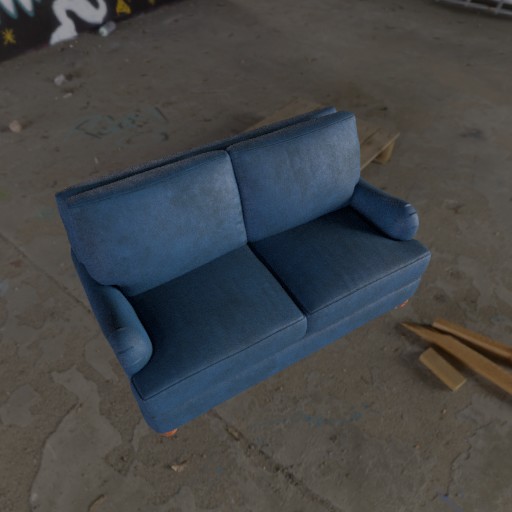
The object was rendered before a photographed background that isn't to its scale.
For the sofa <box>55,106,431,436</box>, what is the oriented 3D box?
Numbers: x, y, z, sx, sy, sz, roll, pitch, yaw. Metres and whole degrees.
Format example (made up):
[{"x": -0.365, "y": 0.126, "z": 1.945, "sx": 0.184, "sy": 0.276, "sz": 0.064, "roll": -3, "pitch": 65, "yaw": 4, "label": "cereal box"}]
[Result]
[{"x": 0.000, "y": 0.000, "z": 2.565, "sx": 1.853, "sy": 1.101, "sz": 1.084, "roll": -23, "pitch": 50, "yaw": -21, "label": "sofa"}]
